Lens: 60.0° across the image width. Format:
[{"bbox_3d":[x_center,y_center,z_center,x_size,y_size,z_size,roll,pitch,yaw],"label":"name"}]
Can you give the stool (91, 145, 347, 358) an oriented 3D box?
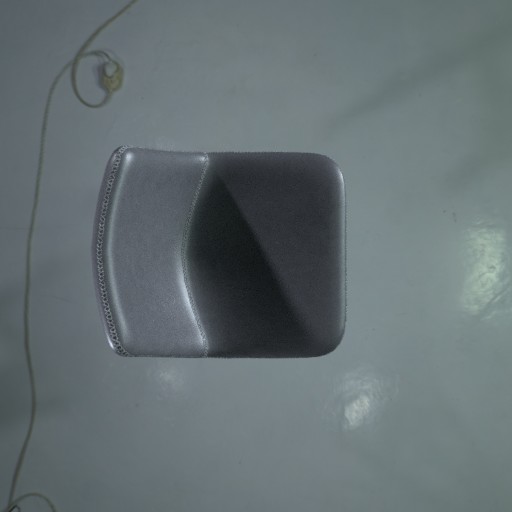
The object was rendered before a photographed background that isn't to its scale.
[{"bbox_3d":[0.000,0.000,1.154,0.546,0.876,0.470,0,89,0],"label":"stool"}]
